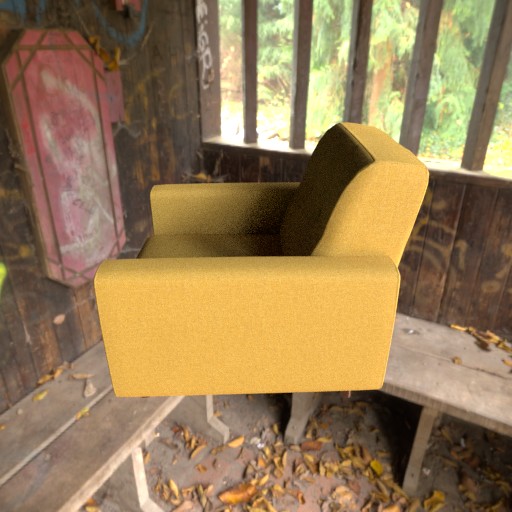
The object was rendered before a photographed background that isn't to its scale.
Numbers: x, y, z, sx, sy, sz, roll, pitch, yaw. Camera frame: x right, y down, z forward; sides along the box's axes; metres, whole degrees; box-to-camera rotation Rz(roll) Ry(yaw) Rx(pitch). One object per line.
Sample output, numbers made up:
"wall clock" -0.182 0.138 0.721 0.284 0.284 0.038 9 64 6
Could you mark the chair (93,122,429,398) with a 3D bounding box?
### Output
"chair" 0.000 0.000 1.576 0.909 0.841 0.831 0 26 0
